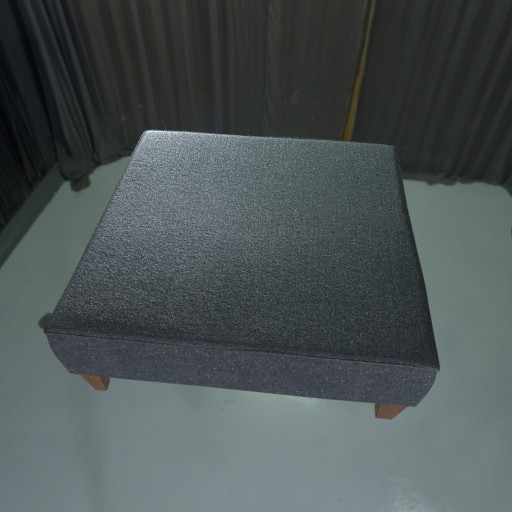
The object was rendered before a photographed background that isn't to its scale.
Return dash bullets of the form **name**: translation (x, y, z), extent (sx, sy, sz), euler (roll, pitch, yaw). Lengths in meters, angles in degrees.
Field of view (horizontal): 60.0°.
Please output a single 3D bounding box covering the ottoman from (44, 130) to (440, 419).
- **ottoman**: translation (0.000, 0.000, 1.538), extent (1.004, 0.382, 0.968), euler (4, 47, 4)
